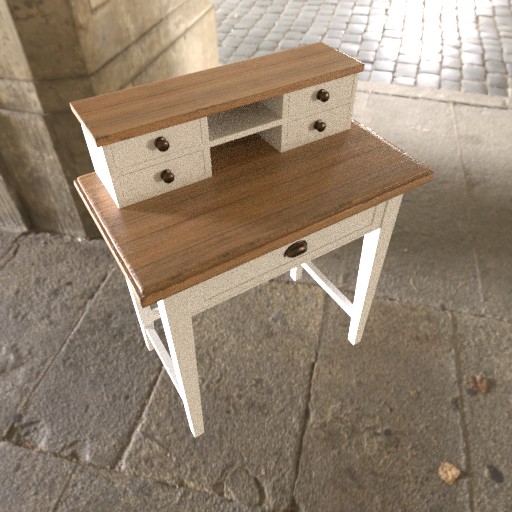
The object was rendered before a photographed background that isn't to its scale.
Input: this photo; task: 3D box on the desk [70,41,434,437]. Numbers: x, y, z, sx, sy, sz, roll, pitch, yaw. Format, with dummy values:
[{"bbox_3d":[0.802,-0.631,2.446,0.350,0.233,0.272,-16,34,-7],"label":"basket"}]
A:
[{"bbox_3d":[0.000,0.000,1.352,0.814,0.981,0.462,-24,50,-22],"label":"desk"}]
